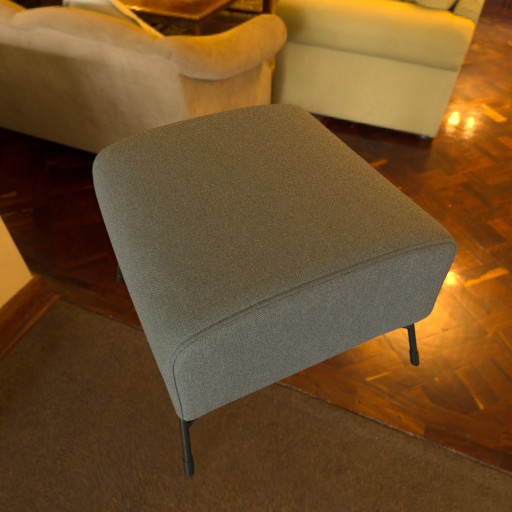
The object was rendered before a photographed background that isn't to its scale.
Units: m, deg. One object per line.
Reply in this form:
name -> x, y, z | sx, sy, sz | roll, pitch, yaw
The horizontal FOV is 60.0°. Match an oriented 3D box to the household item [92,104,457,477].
household item -> 0.000, 0.000, 0.890 | 0.530, 0.410, 0.530 | -19, 48, -18
